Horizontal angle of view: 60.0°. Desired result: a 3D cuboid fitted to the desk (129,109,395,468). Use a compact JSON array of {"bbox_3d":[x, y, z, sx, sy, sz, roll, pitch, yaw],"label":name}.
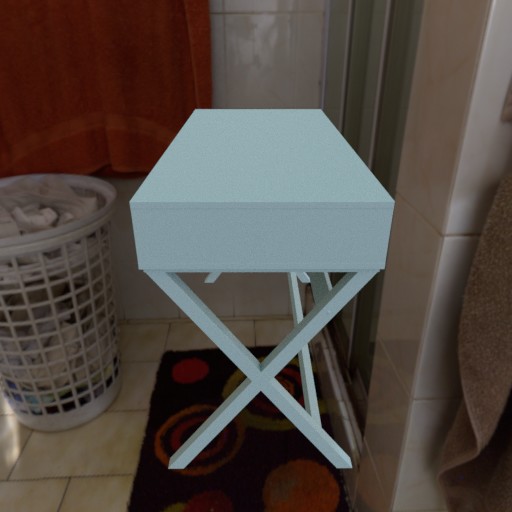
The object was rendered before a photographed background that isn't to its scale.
[{"bbox_3d":[0.000,0.000,1.490,0.525,0.780,1.057,0,27,0],"label":"desk"}]
